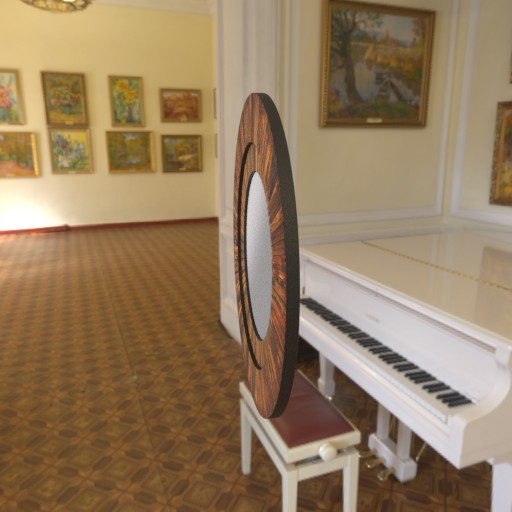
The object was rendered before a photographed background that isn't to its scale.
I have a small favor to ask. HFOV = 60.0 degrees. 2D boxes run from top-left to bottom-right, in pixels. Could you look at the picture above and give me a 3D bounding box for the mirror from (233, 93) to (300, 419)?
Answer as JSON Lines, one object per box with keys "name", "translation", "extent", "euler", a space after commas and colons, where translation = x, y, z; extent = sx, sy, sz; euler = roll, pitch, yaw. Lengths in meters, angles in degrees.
{"name": "mirror", "translation": [0.000, 0.000, 1.559], "extent": [0.036, 1.077, 1.077], "euler": [-2, 14, -9]}
